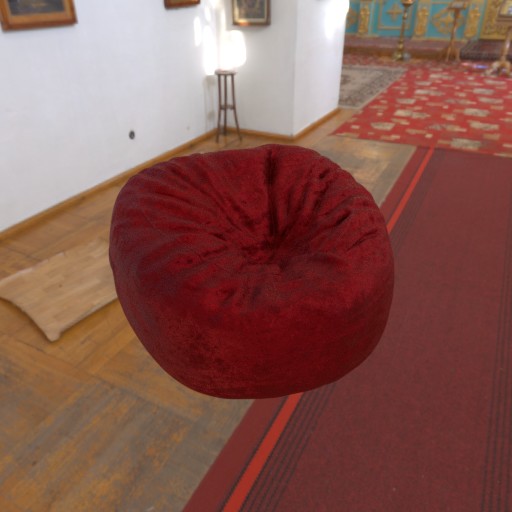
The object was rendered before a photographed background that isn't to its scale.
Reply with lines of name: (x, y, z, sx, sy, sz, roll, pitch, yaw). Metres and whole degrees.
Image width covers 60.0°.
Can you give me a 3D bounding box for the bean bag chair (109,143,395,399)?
bean bag chair: (0.000, 0.000, 2.429, 1.524, 0.878, 1.524, -9, 32, -15)
